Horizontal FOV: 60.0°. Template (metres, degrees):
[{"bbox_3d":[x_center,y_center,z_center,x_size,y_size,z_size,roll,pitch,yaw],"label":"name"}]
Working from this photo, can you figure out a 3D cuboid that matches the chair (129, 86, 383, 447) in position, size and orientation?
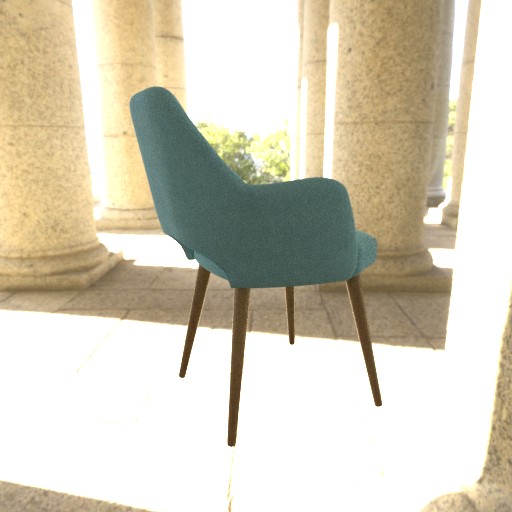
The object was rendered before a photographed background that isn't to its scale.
[{"bbox_3d":[0.000,0.000,1.231,0.610,0.840,0.590,-7,15,-27],"label":"chair"}]
